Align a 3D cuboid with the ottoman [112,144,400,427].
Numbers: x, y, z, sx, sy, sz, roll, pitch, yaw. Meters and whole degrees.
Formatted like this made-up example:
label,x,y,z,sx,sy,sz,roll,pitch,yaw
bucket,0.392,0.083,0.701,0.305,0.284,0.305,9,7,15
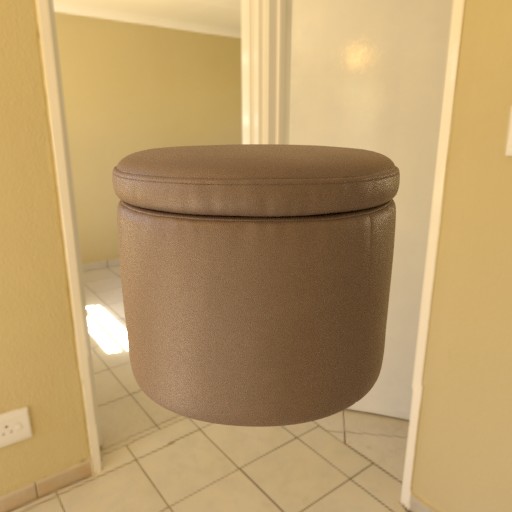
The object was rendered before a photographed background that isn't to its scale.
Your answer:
label,x,y,z,sx,sy,sz,roll,pitch,yaw
ottoman,0.000,0.000,0.848,0.500,0.409,0.500,0,16,0
